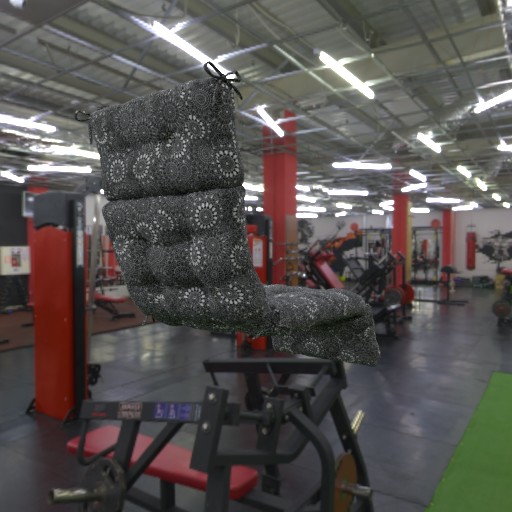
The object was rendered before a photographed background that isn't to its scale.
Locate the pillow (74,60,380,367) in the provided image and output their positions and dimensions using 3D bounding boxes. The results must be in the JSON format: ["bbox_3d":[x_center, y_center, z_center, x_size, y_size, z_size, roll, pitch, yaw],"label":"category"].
[{"bbox_3d":[0.000,0.000,1.478,0.526,0.863,1.016,1,1,37],"label":"pillow"}]
